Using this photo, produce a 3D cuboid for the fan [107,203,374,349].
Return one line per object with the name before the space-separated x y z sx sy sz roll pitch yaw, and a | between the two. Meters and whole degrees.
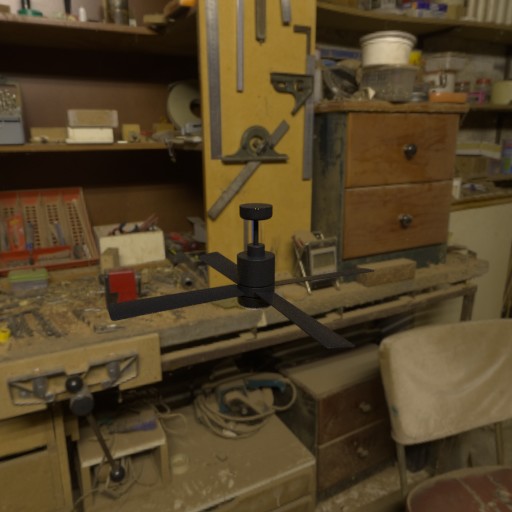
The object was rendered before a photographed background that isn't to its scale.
fan | 0.000 0.000 2.333 1.525 0.534 1.525 -7 17 -25
